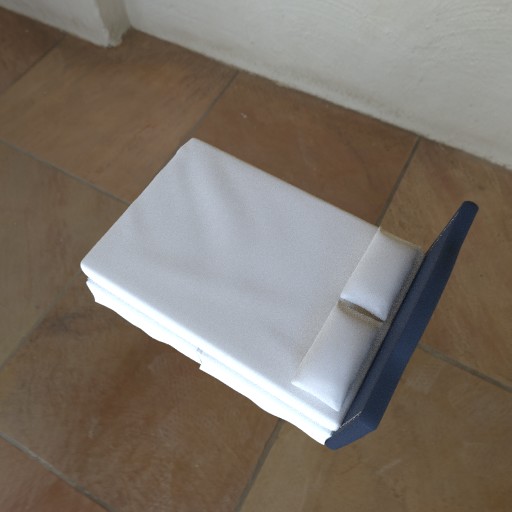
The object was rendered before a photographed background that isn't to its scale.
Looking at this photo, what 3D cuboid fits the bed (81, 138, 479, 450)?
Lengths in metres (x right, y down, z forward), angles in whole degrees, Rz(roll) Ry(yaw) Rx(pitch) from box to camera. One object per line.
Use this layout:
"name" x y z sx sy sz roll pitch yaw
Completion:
"bed" 0.000 0.000 3.507 2.507 1.441 1.741 29 66 14
